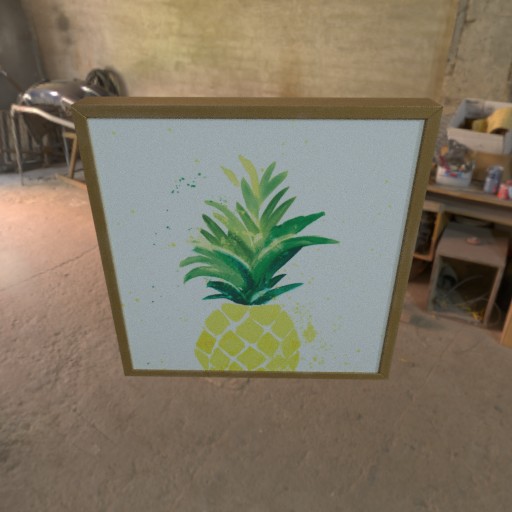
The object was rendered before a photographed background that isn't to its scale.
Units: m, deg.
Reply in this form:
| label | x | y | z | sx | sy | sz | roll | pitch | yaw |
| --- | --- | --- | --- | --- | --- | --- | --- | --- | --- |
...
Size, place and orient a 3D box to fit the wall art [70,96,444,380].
| label | x | y | z | sx | sy | sz | roll | pitch | yaw |
| --- | --- | --- | --- | --- | --- | --- | --- | --- | --- |
| wall art | 0.000 | 0.000 | 0.455 | 0.306 | 0.305 | 0.038 | 1 | 30 | 1 |
